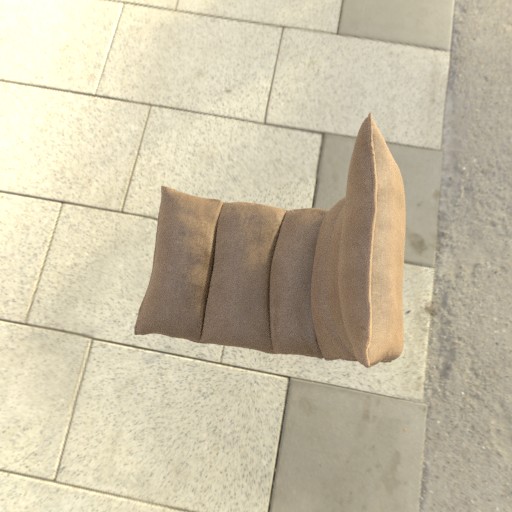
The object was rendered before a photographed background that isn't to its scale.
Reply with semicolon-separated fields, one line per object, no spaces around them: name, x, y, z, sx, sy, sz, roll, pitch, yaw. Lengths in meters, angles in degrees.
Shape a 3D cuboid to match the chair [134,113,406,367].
chair;0.000;0.000;1.628;0.985;0.892;0.714;8;76;2
